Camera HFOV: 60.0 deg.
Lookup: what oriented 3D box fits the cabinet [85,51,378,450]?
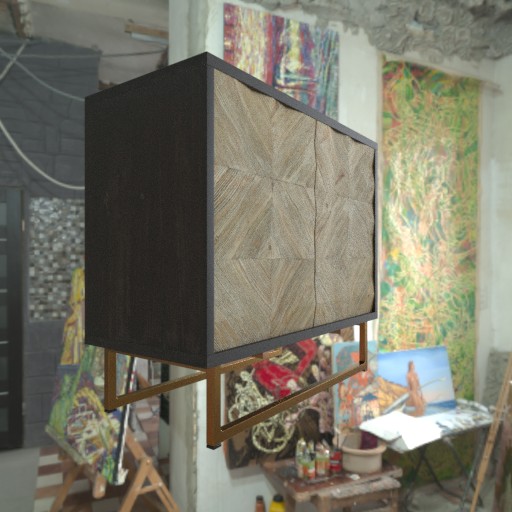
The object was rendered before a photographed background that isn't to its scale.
[{"bbox_3d":[0.000,0.000,1.446,0.451,0.860,0.950,0,0,37],"label":"cabinet"}]
